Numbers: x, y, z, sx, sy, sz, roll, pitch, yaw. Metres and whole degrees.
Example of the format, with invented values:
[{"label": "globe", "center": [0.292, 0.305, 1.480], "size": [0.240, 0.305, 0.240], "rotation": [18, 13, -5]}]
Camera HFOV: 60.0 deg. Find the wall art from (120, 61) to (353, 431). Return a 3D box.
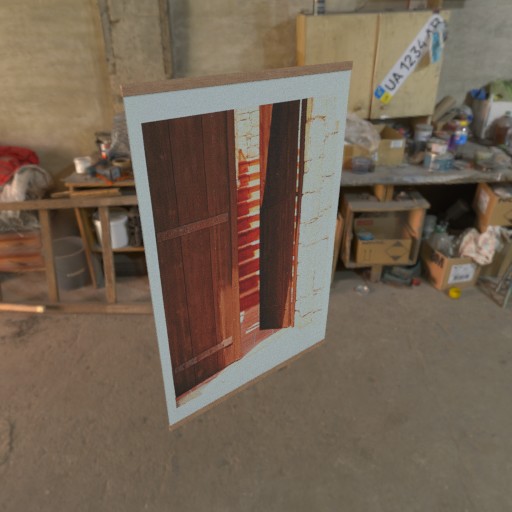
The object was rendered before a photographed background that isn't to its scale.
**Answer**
[{"label": "wall art", "center": [0.000, 0.000, 1.963], "size": [1.019, 1.527, 0.019], "rotation": [-21, 36, -32]}]
